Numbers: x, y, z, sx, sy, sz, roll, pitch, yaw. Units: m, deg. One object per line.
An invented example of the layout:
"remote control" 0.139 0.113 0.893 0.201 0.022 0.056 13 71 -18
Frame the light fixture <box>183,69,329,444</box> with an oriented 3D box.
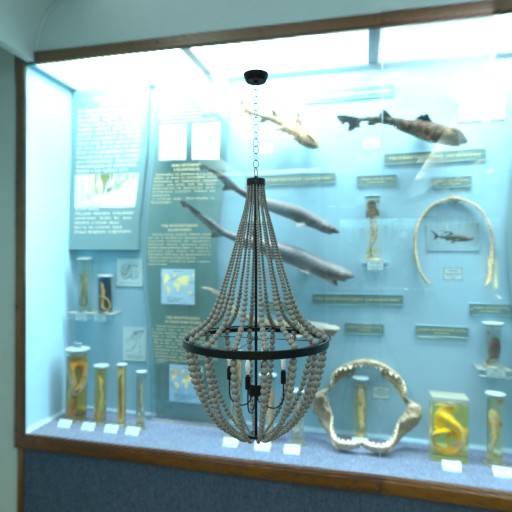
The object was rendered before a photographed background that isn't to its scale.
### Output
"light fixture" 0.000 0.000 1.380 0.450 1.133 0.450 0 0 0
